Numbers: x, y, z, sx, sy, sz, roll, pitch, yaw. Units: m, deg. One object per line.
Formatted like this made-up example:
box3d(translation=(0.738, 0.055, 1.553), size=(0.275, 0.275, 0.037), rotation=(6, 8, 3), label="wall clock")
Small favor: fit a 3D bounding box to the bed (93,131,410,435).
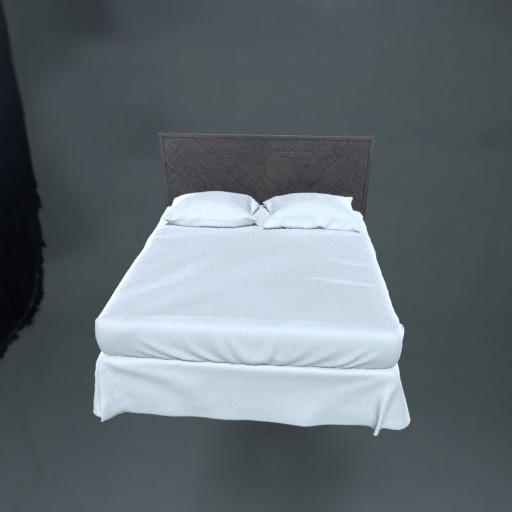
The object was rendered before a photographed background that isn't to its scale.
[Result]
box3d(translation=(0.000, 0.000, 2.842), size=(1.772, 1.142, 1.785), rotation=(2, 29, 4), label="bed")
